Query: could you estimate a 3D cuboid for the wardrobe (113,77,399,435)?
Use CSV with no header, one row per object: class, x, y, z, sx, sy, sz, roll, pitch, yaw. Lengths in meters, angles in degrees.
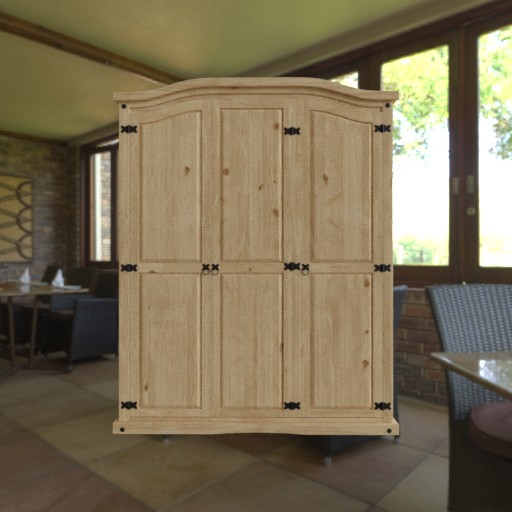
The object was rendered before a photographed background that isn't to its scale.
wardrobe,0.000,0.000,2.600,1.500,1.870,0.570,0,0,1
